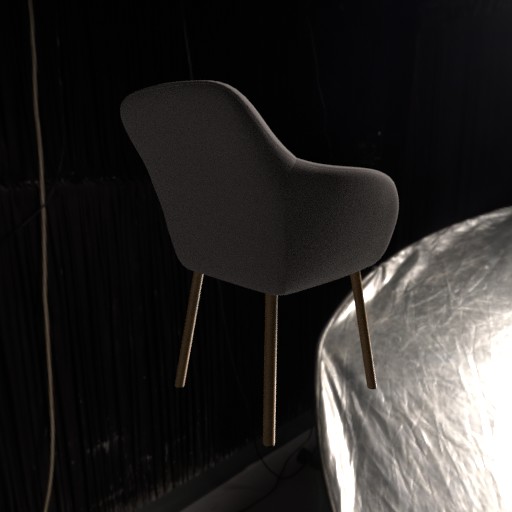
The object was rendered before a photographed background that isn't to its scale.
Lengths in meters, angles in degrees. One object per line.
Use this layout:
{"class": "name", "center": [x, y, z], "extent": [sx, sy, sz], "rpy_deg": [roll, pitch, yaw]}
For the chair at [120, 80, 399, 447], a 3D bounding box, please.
{"class": "chair", "center": [0.000, 0.000, 1.213], "extent": [0.590, 0.830, 0.570], "rpy_deg": [-12, 18, -42]}
